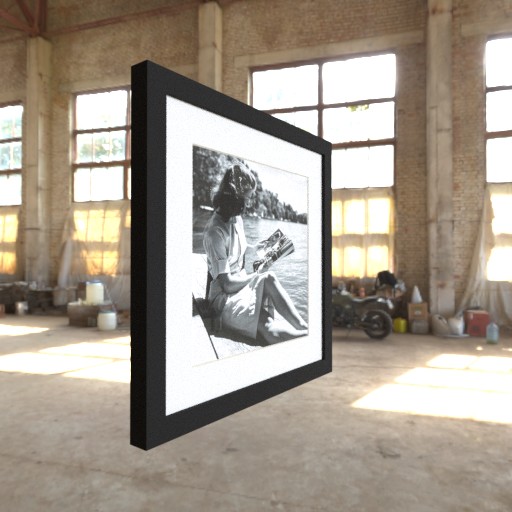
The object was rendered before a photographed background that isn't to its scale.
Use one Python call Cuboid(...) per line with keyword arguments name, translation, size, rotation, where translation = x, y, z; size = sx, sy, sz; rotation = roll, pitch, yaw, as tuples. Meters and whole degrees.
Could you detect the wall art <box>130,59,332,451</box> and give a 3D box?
Cuboid(name="wall art", translation=(0.000, 0.000, 0.711), size=(0.030, 0.458, 0.462), rotation=(0, -1, 37))
